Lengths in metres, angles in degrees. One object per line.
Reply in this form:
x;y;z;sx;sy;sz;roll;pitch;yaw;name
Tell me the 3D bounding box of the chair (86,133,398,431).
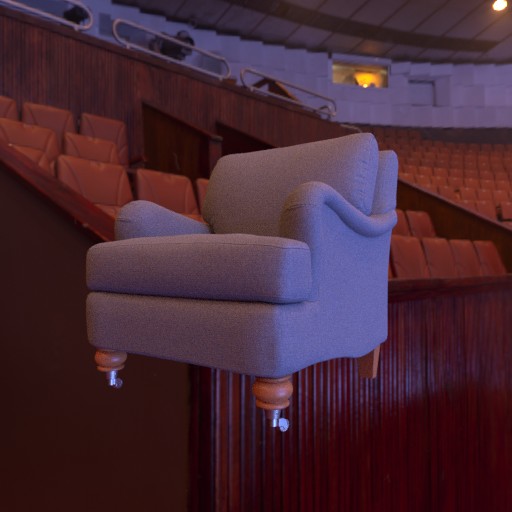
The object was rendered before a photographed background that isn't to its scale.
0.000;0.000;1.859;0.955;1.038;1.070;0;0;35;chair
